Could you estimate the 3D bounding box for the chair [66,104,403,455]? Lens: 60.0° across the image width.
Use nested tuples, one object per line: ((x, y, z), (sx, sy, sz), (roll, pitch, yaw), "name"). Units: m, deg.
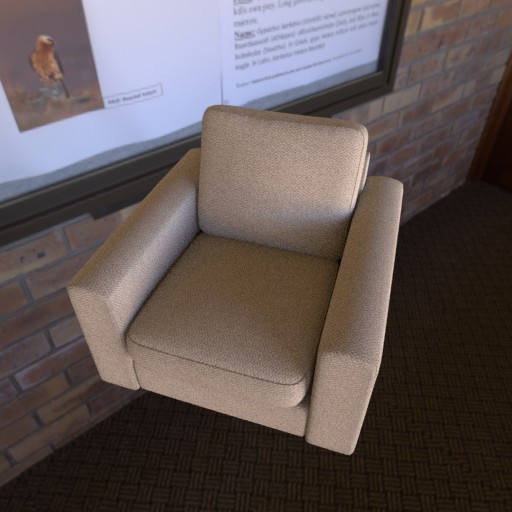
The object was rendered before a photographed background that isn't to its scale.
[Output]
((0.000, 0.000, 1.719), (1.005, 0.873, 1.016), (12, 42, 13), "chair")
